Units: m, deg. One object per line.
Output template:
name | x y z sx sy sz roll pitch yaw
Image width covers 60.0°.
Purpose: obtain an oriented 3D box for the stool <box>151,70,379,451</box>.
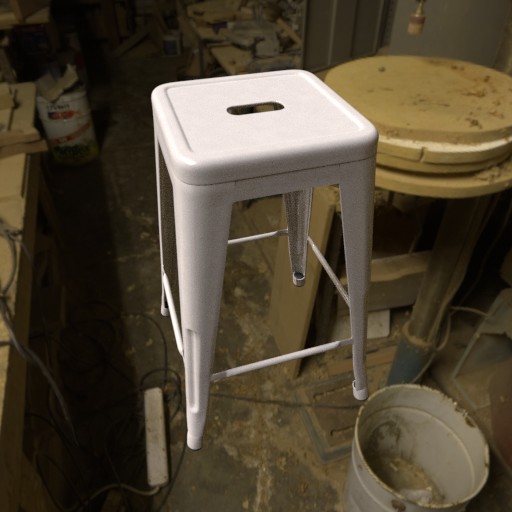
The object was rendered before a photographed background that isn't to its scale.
stool | 0.000 0.000 0.879 0.406 0.610 0.406 -12 42 -13
